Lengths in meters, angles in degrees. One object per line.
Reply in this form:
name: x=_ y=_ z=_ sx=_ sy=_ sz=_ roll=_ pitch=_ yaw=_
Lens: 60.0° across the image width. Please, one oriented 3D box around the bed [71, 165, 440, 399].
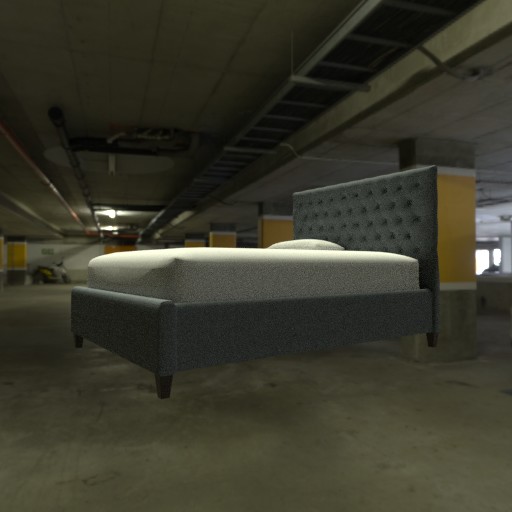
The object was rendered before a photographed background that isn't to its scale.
bed: x=0.000 y=0.000 z=3.446 sx=2.335 sy=1.411 sz=1.698 roll=1 pitch=-1 yaw=-36
